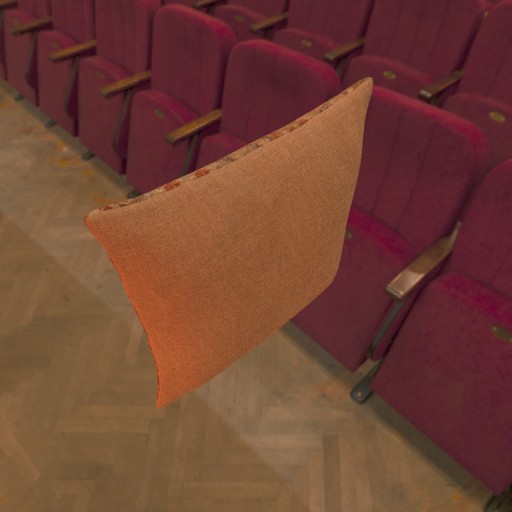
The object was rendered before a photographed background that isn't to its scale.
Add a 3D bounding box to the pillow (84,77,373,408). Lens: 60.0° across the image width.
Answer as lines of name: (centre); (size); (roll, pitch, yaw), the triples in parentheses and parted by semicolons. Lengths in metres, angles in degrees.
pillow: (0.000, 0.000, 0.795); (0.523, 0.506, 0.166); (-34, 55, -28)
